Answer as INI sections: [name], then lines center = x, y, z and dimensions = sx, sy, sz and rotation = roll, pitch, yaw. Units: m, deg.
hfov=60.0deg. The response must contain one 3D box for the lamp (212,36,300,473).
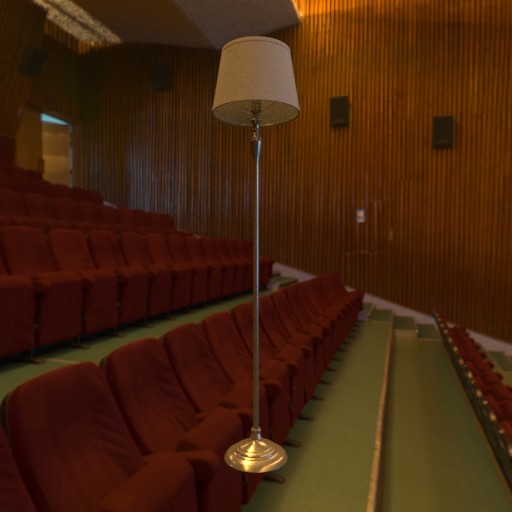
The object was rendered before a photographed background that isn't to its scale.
[lamp]
center = 0.000, 0.000, 1.652
dimensions = 0.327, 1.506, 0.327
rotation = 0, 1, 17
